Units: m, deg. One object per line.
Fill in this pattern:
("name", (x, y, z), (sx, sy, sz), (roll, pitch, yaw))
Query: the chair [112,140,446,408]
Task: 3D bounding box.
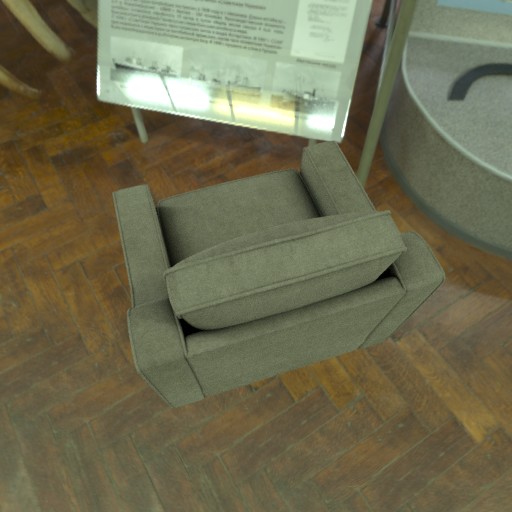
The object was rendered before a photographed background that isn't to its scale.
("chair", (0.000, 0.000, 1.690), (0.926, 0.944, 0.840), (-15, 60, -9))
